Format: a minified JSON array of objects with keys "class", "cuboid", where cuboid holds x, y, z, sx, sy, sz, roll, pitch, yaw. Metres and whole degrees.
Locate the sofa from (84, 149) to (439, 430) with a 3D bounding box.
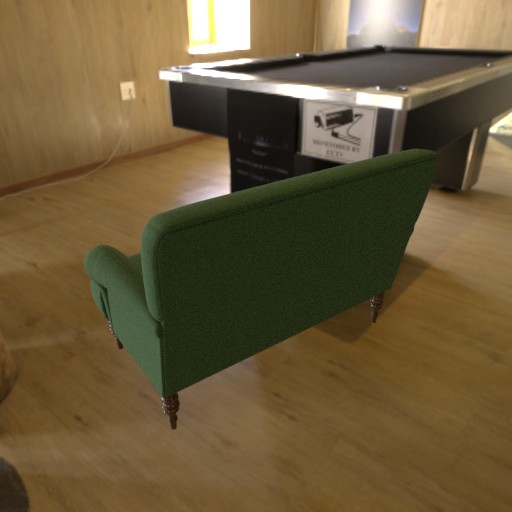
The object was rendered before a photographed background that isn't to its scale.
[{"class":"sofa","cuboid":[0.000,0.000,1.860,1.297,0.889,0.779,-19,35,-30]}]
